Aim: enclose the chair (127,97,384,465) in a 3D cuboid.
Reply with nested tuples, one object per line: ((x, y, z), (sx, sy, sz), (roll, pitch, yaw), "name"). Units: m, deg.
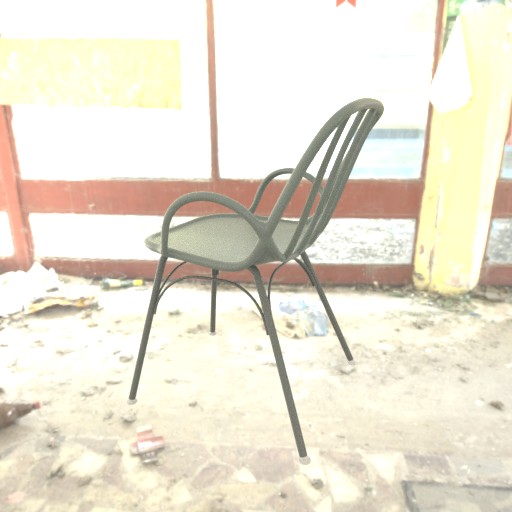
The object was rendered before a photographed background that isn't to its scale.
((0.000, 0.000, 1.229), (0.597, 0.816, 0.549), (8, 19, 23), "chair")
